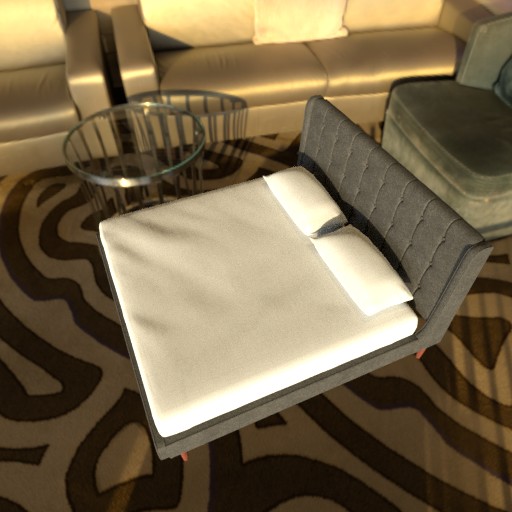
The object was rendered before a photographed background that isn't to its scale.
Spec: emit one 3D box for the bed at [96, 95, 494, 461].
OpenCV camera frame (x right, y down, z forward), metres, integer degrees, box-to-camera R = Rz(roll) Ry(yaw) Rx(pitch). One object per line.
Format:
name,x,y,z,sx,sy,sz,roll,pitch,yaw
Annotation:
bed,0.000,0.000,2.536,1.638,0.933,1.531,-18,49,-16
